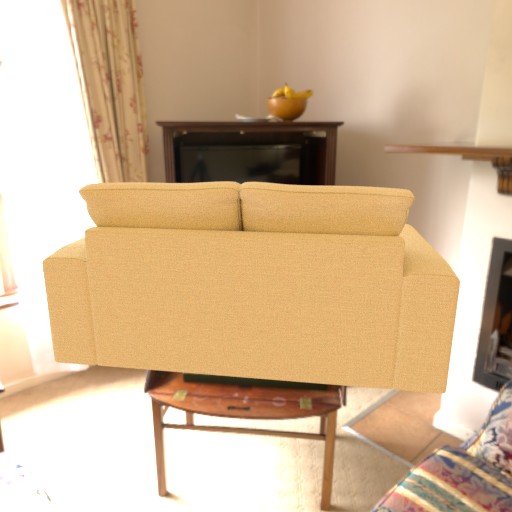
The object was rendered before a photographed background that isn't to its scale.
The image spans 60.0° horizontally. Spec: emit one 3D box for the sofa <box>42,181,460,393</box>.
[{"bbox_3d":[0.000,0.000,2.363,1.754,0.875,1.091,2,16,8],"label":"sofa"}]
